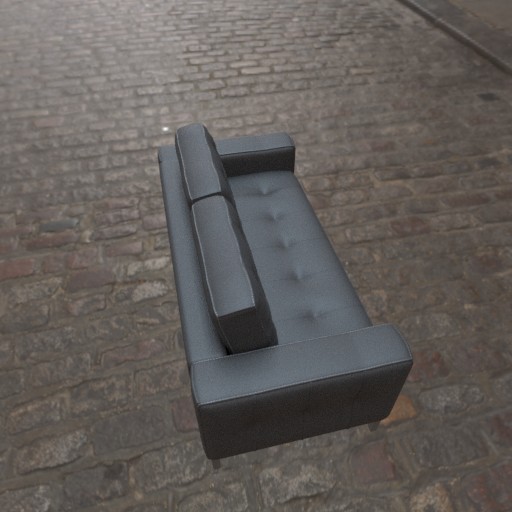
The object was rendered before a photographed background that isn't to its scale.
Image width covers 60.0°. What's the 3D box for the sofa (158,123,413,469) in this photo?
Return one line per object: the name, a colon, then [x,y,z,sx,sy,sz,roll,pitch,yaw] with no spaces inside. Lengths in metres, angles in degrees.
sofa: [0.000,0.000,2.267,0.833,0.893,1.726,-9,46,-9]
